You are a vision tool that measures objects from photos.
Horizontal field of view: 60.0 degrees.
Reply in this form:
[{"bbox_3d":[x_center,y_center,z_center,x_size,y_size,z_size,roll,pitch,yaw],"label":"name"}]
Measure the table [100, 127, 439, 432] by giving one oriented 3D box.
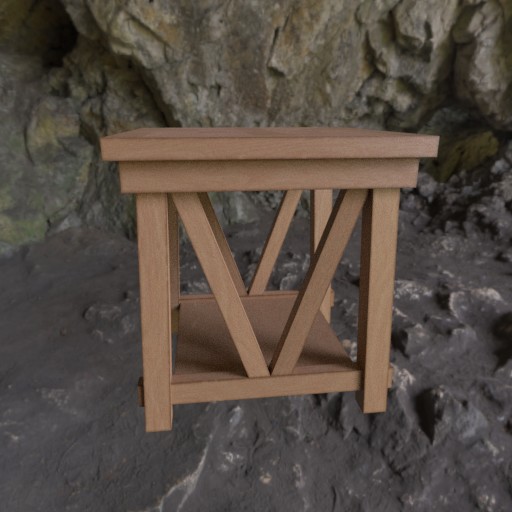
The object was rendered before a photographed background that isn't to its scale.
[{"bbox_3d":[0.000,0.000,1.173,0.612,0.638,0.610,-2,18,-7],"label":"table"}]
